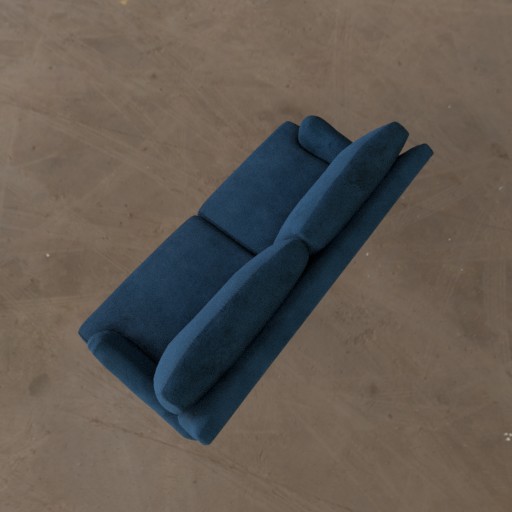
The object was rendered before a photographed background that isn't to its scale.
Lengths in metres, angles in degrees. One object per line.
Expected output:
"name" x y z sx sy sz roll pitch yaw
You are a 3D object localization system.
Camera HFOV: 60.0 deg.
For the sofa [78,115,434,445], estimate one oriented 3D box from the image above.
"sofa" 0.000 0.000 2.800 1.084 1.101 2.141 35 69 16
